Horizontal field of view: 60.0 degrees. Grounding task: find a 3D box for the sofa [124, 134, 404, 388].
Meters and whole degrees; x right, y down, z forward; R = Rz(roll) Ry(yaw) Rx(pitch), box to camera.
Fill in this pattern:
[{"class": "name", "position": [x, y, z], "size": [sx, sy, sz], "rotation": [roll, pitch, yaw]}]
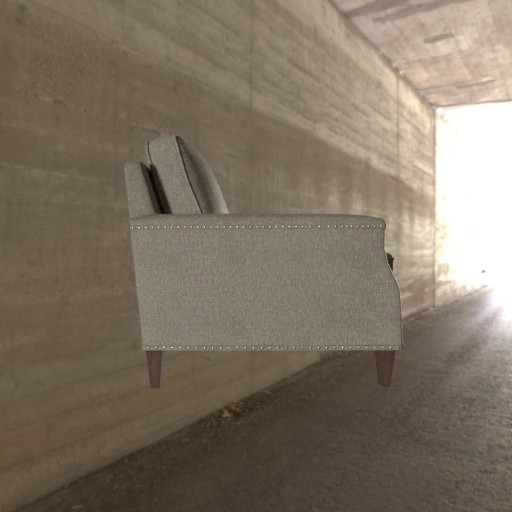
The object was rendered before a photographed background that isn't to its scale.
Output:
[{"class": "sofa", "position": [0.000, 0.000, 2.764], "size": [1.084, 1.003, 2.246], "rotation": [0, 0, -1]}]
